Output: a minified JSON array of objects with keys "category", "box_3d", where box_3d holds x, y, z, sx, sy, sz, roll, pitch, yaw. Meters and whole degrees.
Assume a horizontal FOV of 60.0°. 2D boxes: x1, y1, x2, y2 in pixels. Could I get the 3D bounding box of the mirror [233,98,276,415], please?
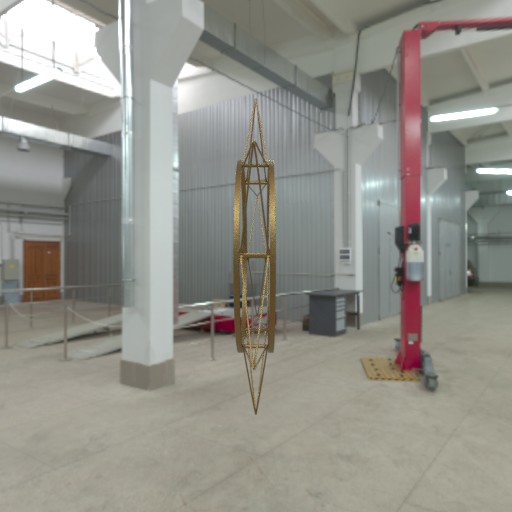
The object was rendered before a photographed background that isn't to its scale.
[{"category":"mirror","box_3d":[0.000,0.000,0.813,0.062,0.581,0.498,0,0,1]}]
